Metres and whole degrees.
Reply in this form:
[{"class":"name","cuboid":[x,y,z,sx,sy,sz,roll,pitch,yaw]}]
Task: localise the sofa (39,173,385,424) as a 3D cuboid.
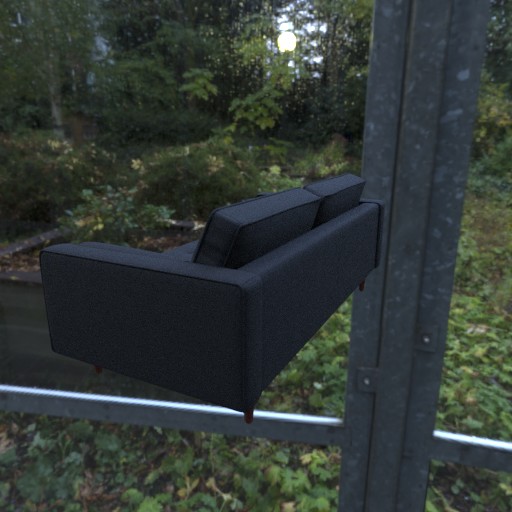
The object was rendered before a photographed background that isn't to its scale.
[{"class":"sofa","cuboid":[0.000,0.000,2.305,0.914,0.759,1.875,8,17,27]}]
